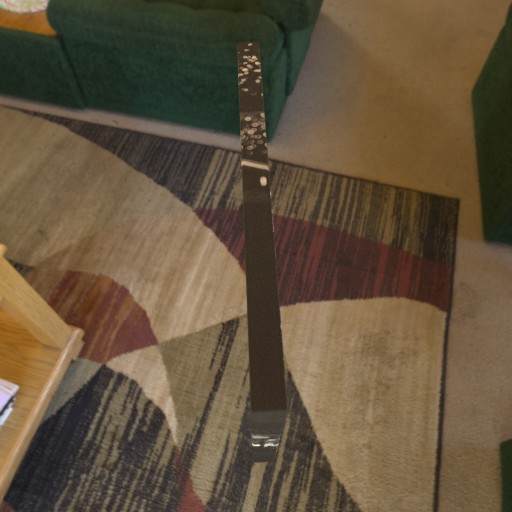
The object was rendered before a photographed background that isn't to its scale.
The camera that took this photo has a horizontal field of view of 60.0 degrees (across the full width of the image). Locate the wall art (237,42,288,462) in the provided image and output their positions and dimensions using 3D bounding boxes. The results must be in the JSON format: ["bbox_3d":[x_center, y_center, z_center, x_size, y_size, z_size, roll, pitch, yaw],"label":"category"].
[{"bbox_3d":[0.000,0.000,0.770,0.037,0.406,0.609,-2,59,-1],"label":"wall art"}]
